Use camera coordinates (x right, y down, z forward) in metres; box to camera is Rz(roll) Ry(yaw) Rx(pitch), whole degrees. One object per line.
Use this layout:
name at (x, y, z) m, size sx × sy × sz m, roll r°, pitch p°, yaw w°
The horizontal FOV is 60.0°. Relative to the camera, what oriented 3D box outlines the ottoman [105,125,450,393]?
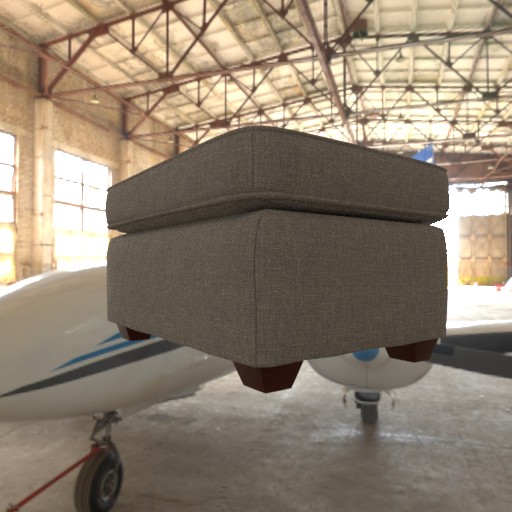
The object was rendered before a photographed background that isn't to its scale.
ottoman at (0.000, 0.000, 1.111) m, size 0.559 × 0.457 × 0.762 m, roll 1°, pitch -2°, yaw -36°
